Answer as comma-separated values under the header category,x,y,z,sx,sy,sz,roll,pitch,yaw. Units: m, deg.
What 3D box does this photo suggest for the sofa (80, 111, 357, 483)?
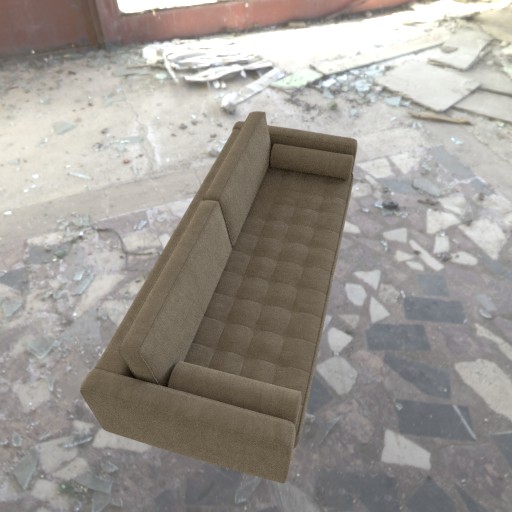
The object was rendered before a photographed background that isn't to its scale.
category,x,y,z,sx,sy,sz,roll,pitch,yaw
sofa,0.000,0.000,2.577,0.919,0.770,2.200,11,48,11
